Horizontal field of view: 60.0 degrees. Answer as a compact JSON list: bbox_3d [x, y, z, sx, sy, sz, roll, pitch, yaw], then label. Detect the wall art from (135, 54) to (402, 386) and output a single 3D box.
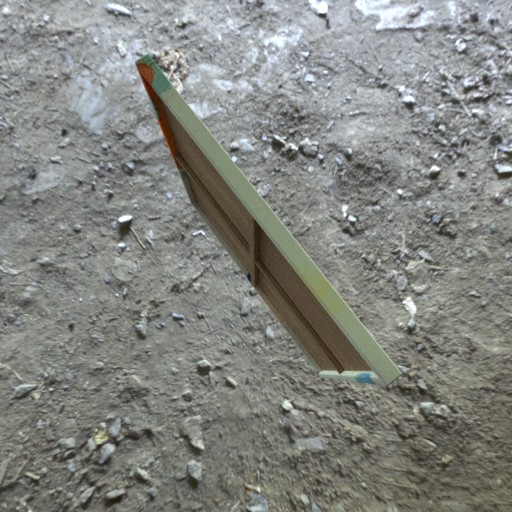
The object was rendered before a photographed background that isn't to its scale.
[{"bbox_3d":[0.000,0.000,1.556,0.044,1.017,1.017,-36,78,-8],"label":"wall art"}]
